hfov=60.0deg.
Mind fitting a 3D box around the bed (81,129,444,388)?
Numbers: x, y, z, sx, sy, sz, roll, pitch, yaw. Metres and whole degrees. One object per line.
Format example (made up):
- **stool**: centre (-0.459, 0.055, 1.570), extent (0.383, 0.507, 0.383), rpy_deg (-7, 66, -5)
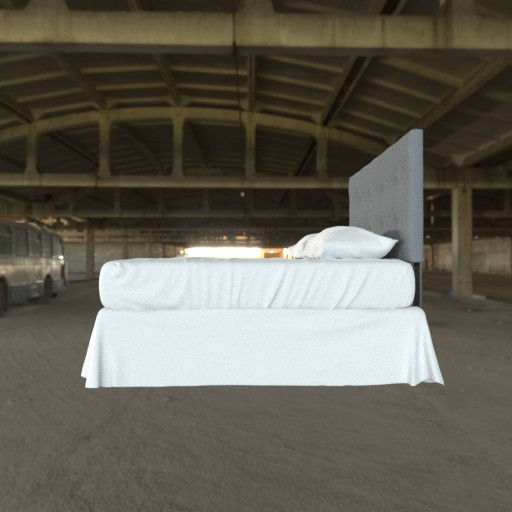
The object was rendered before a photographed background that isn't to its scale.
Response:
- **bed**: centre (0.000, 0.000, 3.523), extent (2.222, 1.577, 1.936), rpy_deg (0, 0, -1)
